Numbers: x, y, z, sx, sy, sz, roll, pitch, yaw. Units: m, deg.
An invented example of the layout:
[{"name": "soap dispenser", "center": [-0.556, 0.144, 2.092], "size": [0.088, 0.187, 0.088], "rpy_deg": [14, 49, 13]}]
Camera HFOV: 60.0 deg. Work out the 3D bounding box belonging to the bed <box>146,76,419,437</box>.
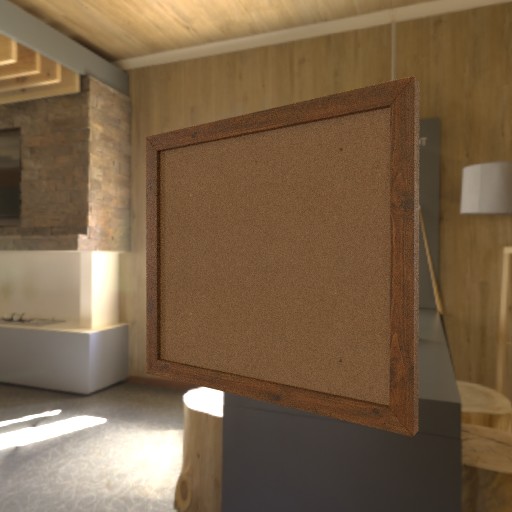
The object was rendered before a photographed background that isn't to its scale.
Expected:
[{"name": "bed", "center": [0.000, 0.000, 1.478], "size": [1.046, 0.942, 0.046], "rpy_deg": [0, 1, 36]}]
